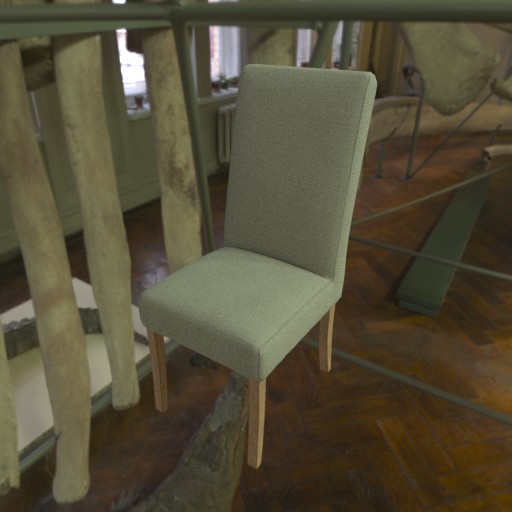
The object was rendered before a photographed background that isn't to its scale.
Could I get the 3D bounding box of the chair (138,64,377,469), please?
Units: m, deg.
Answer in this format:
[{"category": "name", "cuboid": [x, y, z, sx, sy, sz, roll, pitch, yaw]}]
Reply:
[{"category": "chair", "cuboid": [0.000, 0.000, 1.372, 0.450, 1.033, 0.611, 18, 33, 29]}]
